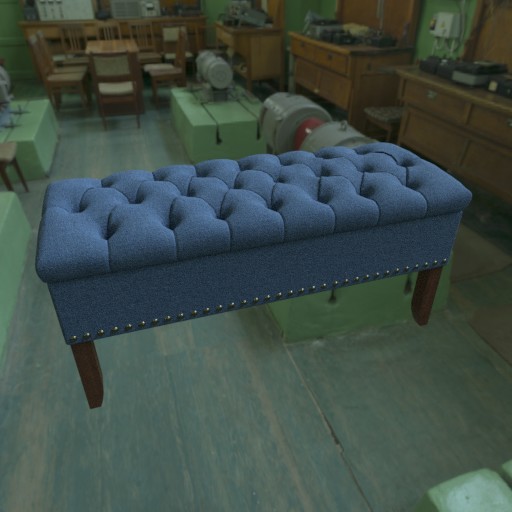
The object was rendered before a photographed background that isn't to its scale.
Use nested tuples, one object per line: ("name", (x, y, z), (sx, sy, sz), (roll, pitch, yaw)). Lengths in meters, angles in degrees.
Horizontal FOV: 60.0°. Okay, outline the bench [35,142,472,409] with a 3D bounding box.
("bench", (0.000, 0.000, 1.276), (1.052, 0.492, 0.417), (-10, 34, -15))
